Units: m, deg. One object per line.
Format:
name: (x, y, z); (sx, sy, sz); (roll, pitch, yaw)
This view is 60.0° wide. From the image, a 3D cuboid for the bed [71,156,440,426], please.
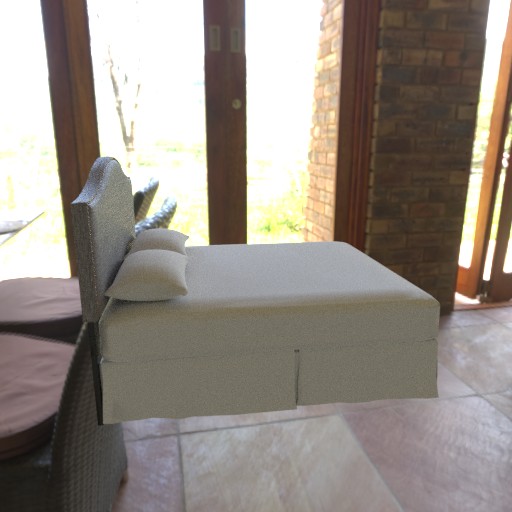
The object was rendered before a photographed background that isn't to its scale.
bed: (0.000, 0.000, 2.927); (1.870, 1.295, 1.610); (-2, 15, -8)
